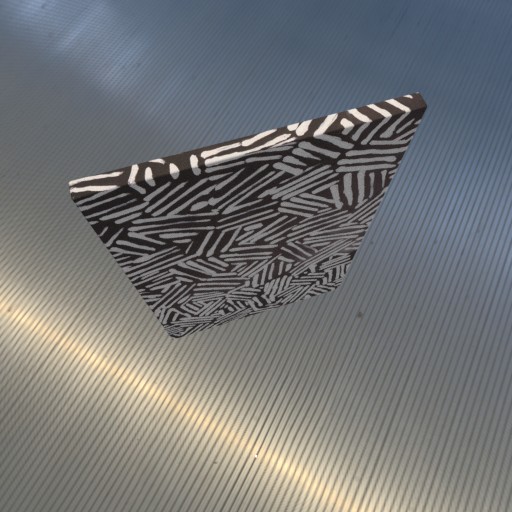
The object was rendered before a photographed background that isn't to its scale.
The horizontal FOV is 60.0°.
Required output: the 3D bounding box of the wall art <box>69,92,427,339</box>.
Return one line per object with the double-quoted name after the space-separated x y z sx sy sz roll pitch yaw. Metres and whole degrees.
0.000 0.000 1.151 0.615 0.918 0.035 -16 67 -7 "wall art"
